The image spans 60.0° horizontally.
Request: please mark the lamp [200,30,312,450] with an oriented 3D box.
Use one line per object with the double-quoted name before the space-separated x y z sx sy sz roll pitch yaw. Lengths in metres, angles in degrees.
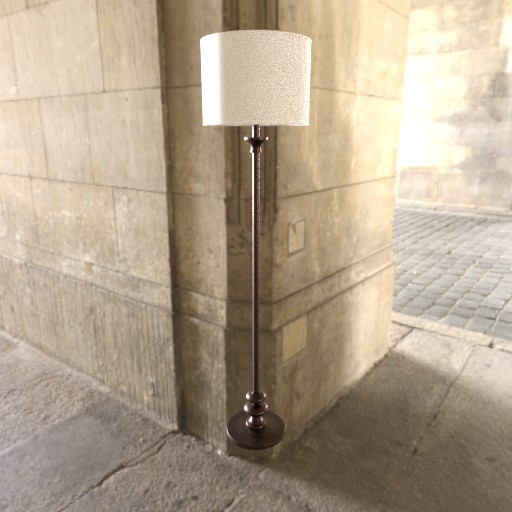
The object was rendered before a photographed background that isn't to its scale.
"lamp" 0.000 0.000 1.624 0.356 1.487 0.356 -2 16 -8
